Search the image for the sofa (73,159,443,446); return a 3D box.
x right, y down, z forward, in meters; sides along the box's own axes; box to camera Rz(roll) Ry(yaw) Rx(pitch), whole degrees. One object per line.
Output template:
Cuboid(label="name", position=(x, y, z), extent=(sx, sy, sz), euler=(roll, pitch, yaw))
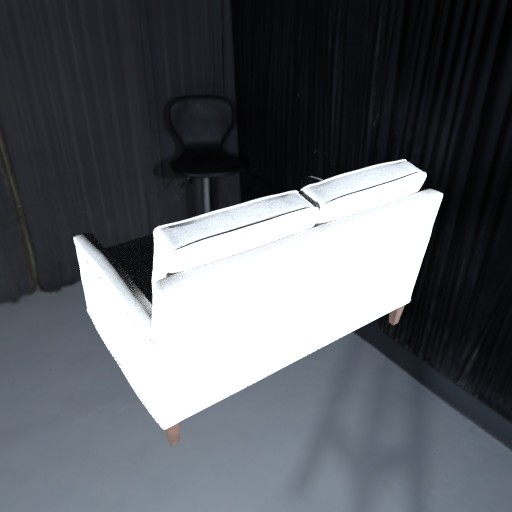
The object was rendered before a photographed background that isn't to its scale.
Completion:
Cuboid(label="sofa", position=(0.000, 0.000, 2.335), extent=(1.597, 1.003, 1.084), euler=(-19, 35, -30))
